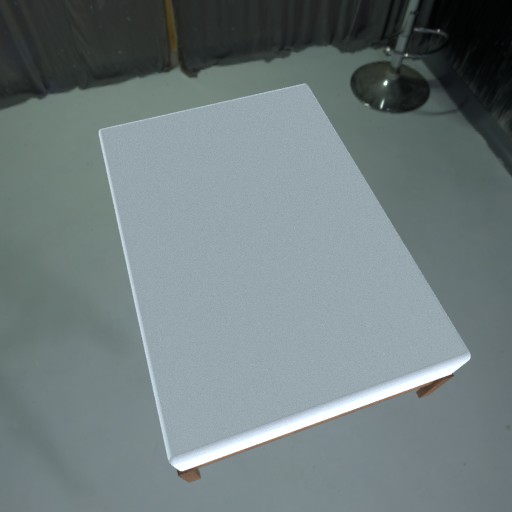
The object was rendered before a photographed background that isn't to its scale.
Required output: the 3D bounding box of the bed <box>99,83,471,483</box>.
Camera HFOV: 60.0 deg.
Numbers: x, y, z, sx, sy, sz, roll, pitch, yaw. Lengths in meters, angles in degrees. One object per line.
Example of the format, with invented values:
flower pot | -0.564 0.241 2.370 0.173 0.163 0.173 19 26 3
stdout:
bed | 0.000 0.000 2.518 1.348 0.616 1.927 -16 60 -10
